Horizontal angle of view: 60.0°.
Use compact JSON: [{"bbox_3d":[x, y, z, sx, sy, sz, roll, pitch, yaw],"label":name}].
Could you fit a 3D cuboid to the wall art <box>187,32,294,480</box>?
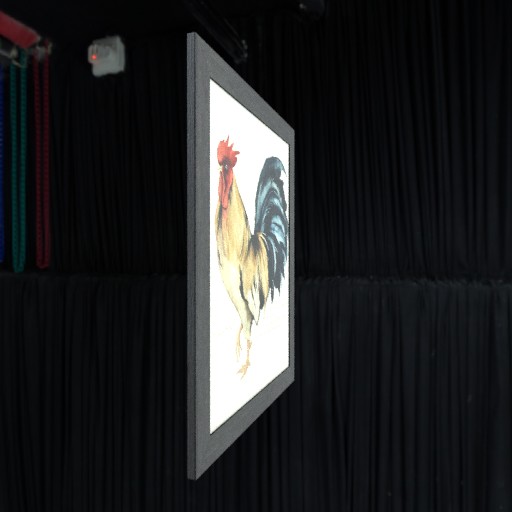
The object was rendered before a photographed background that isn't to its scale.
[{"bbox_3d":[0.000,0.000,0.788,0.013,0.570,0.476,0,0,20],"label":"wall art"}]
